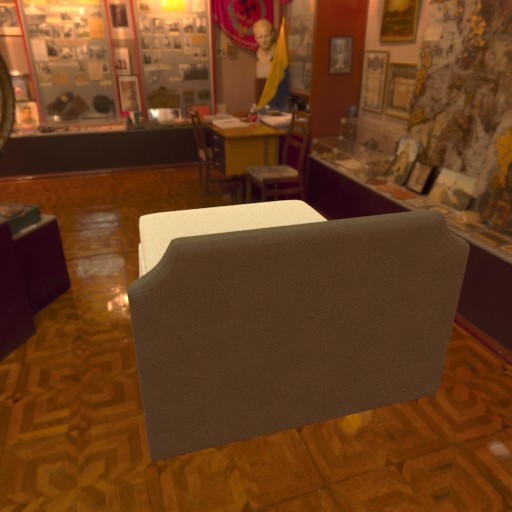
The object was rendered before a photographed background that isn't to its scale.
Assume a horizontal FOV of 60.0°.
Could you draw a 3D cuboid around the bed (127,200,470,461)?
[{"bbox_3d":[0.000,0.000,3.292,1.831,1.297,2.181,-7,27,-15],"label":"bed"}]
